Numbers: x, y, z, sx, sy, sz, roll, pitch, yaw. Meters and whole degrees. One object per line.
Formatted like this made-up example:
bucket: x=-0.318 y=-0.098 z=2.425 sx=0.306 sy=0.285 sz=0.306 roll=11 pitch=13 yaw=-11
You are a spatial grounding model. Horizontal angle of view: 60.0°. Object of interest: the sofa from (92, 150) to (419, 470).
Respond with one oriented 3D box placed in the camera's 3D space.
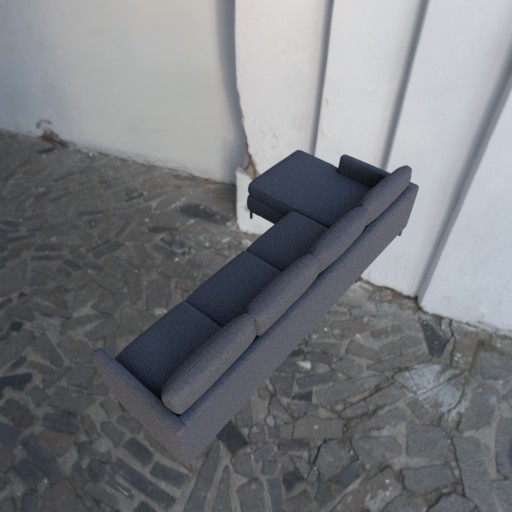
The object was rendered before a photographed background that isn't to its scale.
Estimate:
sofa: x=0.000 y=0.000 z=2.976 sx=1.125 sy=0.673 sz=2.445 roll=31 pitch=54 yaw=27
